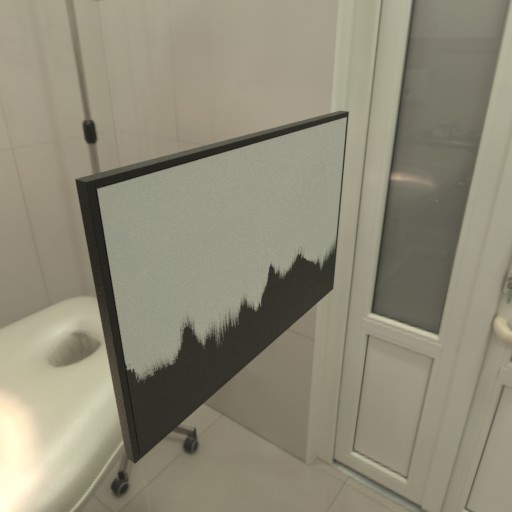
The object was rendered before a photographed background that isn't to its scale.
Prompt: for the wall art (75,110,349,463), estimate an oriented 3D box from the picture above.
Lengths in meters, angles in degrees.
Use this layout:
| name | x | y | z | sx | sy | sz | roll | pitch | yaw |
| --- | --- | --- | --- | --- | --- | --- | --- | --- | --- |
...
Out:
| name | x | y | z | sx | sy | sz | roll | pitch | yaw |
| --- | --- | --- | --- | --- | --- | --- | --- | --- | --- |
| wall art | 0.000 | 0.000 | 0.828 | 0.022 | 0.446 | 0.659 | 18 | 31 | 32 |
